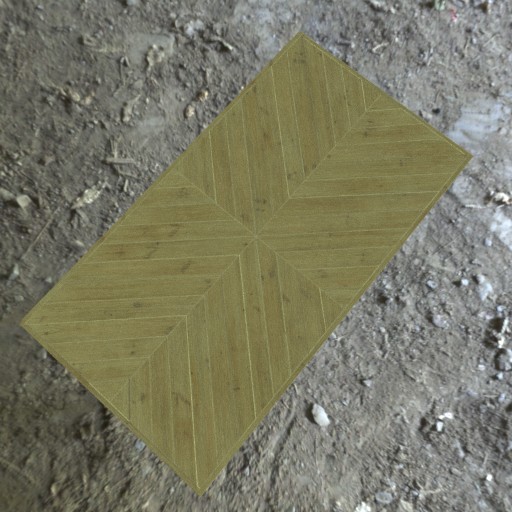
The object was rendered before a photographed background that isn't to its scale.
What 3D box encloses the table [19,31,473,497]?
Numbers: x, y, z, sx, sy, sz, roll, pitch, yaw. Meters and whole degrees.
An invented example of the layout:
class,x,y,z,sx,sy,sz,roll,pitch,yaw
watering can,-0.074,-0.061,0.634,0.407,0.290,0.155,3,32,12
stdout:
class,x,y,z,sx,sy,sz,roll,pitch,yaw
table,0.000,0.000,2.246,0.991,0.762,1.803,40,80,8
